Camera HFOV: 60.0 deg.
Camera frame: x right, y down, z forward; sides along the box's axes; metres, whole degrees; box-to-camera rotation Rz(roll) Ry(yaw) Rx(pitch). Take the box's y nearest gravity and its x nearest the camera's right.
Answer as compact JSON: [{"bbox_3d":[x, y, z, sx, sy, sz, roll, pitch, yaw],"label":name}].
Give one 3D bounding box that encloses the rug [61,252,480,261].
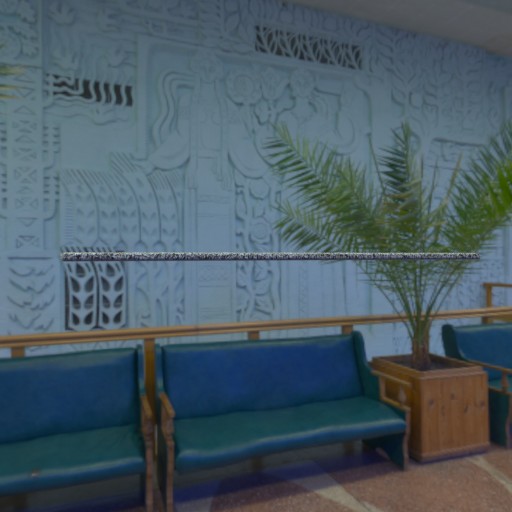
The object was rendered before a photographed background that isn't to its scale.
[{"bbox_3d":[0.000,0.000,2.328,1.778,0.030,1.219,0,0,-19],"label":"rug"}]
